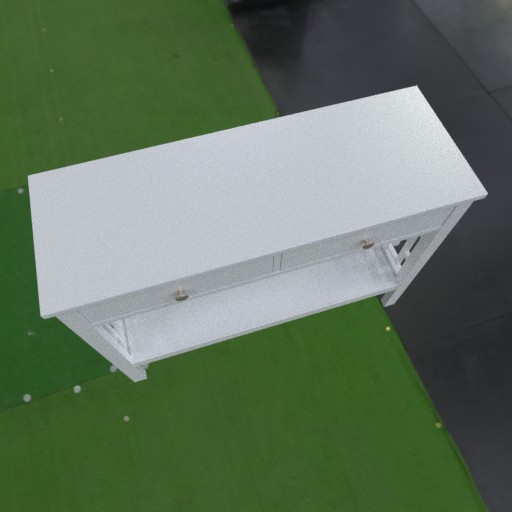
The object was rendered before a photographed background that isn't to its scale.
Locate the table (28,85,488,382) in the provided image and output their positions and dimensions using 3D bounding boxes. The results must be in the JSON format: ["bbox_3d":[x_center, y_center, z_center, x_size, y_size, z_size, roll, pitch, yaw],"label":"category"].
[{"bbox_3d":[0.000,0.000,1.424,1.068,0.753,0.397,-15,64,-8],"label":"table"}]
